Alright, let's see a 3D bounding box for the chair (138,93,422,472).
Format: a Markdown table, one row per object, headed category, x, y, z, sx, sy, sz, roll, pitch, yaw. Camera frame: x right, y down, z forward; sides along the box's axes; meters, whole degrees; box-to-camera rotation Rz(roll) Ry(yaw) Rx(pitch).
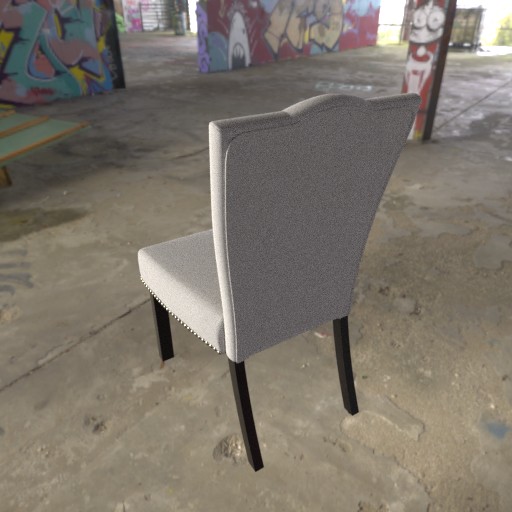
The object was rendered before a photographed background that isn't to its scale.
| category | x | y | z | sx | sy | sz | roll | pitch | yaw |
| --- | --- | --- | --- | --- | --- | --- | --- | --- | --- |
| chair | 0.000 | 0.000 | 1.245 | 0.518 | 0.946 | 0.589 | -18 | 35 | -27 |
